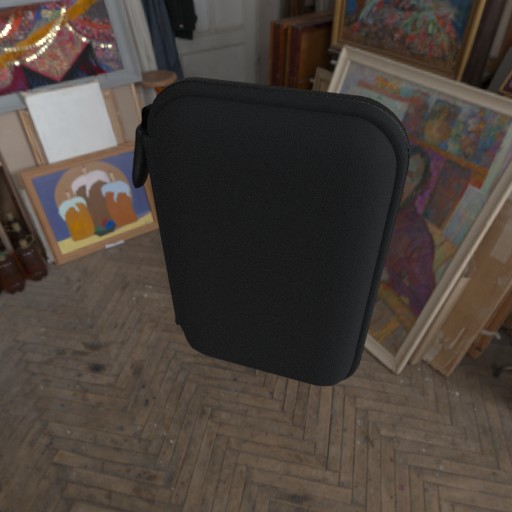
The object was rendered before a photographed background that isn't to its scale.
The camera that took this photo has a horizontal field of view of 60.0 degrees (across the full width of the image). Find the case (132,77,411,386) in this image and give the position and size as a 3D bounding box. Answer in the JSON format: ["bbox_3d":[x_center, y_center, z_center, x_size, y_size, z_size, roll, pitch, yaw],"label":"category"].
[{"bbox_3d":[0.000,0.000,0.194,0.107,0.147,0.030,12,42,14],"label":"case"}]
